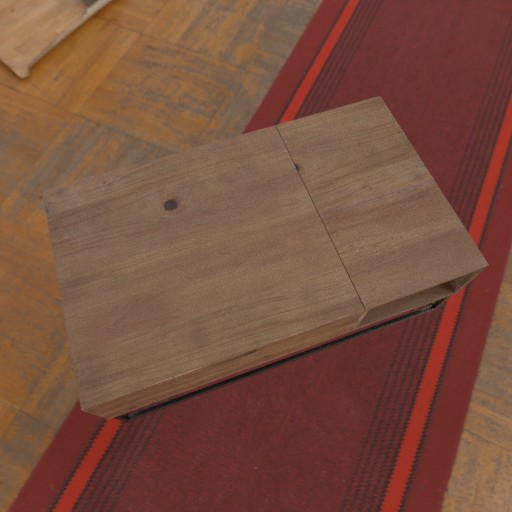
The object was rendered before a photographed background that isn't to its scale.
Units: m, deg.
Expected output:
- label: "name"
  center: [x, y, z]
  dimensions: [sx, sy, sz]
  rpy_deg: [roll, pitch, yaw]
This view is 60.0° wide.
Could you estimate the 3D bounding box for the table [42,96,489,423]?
- label: "table"
  center: [0.000, 0.000, 1.424]
  dimensions: [1.101, 0.395, 0.655]
  rpy_deg: [-18, 66, -8]
